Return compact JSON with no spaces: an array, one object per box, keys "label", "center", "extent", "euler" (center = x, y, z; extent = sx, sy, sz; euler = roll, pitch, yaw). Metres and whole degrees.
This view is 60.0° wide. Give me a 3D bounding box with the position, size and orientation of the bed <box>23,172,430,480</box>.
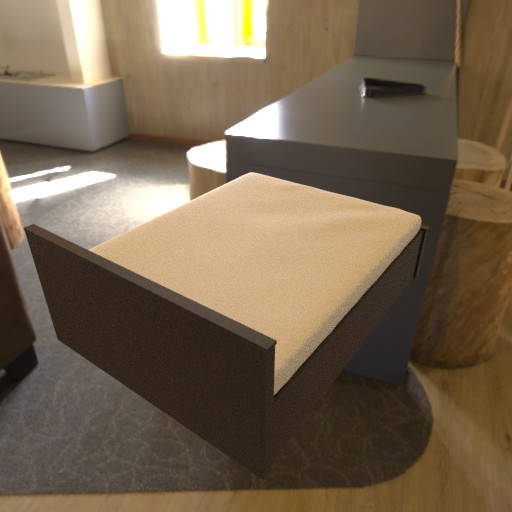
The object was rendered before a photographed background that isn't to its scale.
[{"label":"bed","center":[0.000,0.000,2.961],"extent":[1.634,0.808,2.103],"euler":[21,37,30]}]
